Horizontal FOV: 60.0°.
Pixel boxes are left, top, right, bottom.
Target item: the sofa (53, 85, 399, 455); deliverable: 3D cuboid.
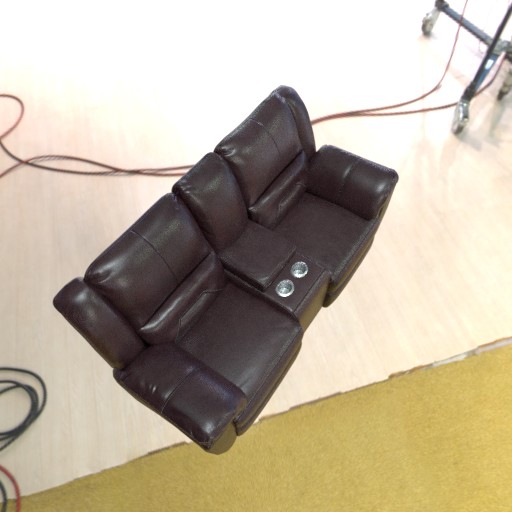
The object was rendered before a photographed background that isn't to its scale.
[{"bbox_3d":[0.000,0.000,2.666,0.991,1.043,2.058,30,62,18],"label":"sofa"}]
